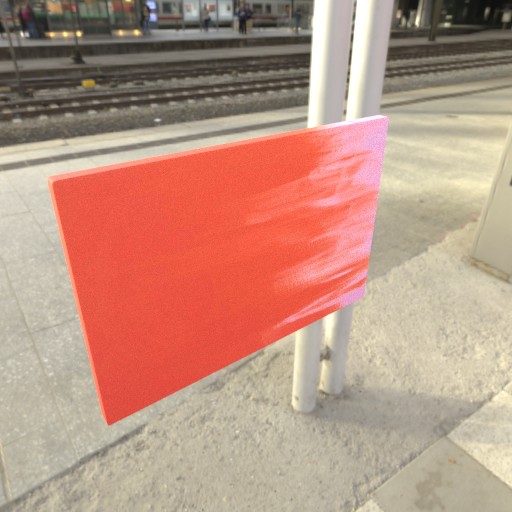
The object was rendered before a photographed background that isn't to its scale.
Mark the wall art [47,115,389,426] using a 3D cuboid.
[{"bbox_3d":[0.000,0.000,1.164,0.913,0.609,0.040,-20,34,-32],"label":"wall art"}]
